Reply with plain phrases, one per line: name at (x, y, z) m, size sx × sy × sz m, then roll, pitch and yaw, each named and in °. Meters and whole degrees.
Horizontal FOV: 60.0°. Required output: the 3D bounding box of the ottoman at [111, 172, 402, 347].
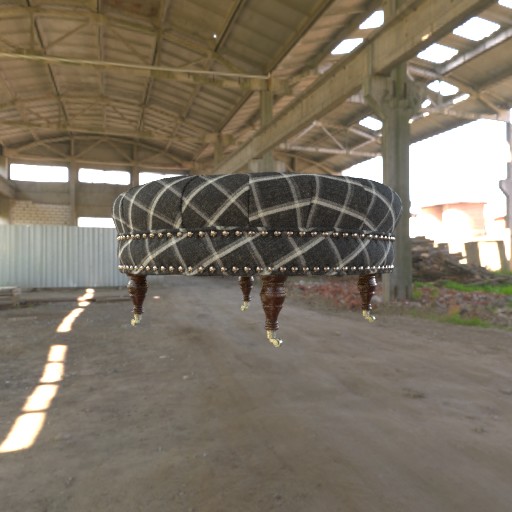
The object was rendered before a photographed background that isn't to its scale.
ottoman at (0.000, 0.000, 1.431) m, size 0.901 × 0.439 × 0.901 m, roll 0°, pitch -1°, yaw 0°
